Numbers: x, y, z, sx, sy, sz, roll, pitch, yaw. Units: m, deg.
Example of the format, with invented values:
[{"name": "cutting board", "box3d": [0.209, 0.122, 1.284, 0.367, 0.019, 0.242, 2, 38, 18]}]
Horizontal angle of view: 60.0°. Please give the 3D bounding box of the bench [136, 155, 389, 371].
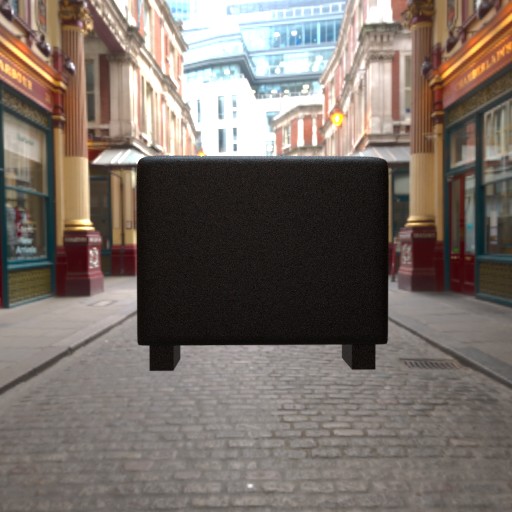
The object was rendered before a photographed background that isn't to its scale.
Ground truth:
[{"name": "bench", "box3d": [0.000, 0.000, 1.520, 0.508, 0.445, 1.296, 0, 1, -1]}]
